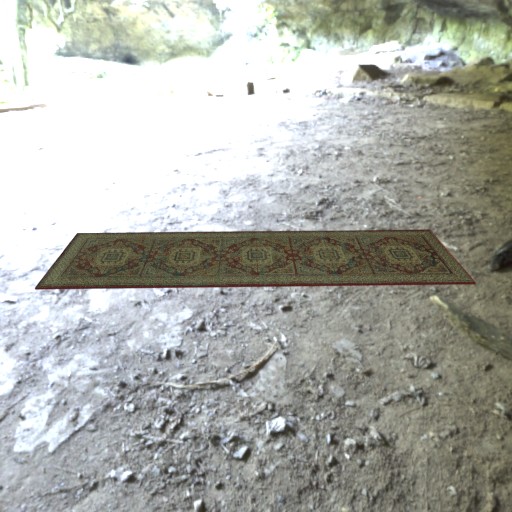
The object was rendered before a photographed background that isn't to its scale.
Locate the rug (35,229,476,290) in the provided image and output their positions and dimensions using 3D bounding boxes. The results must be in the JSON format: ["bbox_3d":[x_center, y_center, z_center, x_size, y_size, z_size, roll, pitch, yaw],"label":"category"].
[{"bbox_3d":[0.000,0.000,2.587,2.292,0.015,0.659,-1,28,-1],"label":"rug"}]
